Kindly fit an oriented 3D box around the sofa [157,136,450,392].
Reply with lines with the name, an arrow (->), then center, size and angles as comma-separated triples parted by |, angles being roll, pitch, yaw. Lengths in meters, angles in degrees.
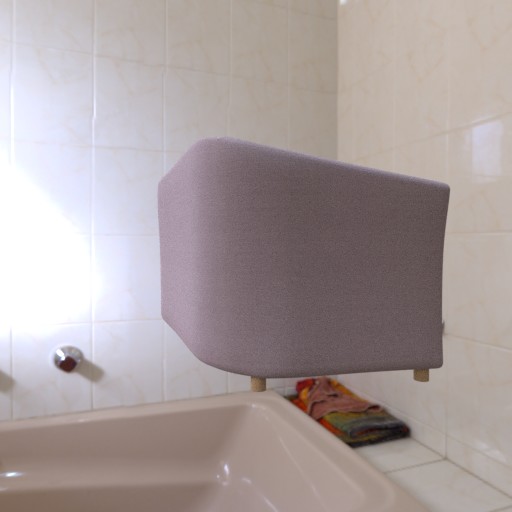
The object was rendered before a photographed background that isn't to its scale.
sofa -> 0.000, 0.000, 1.850 | 0.705, 0.721, 1.452 | 0, 1, -19
